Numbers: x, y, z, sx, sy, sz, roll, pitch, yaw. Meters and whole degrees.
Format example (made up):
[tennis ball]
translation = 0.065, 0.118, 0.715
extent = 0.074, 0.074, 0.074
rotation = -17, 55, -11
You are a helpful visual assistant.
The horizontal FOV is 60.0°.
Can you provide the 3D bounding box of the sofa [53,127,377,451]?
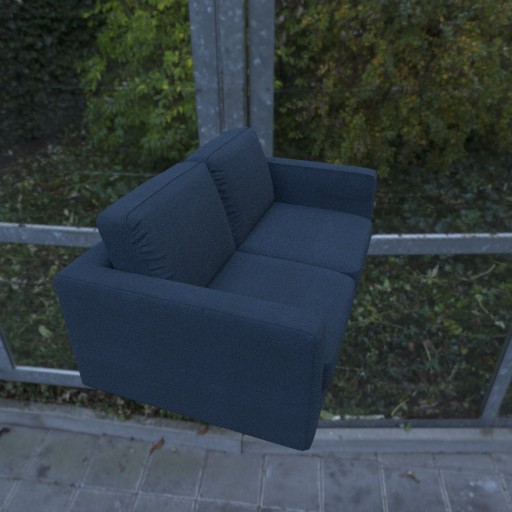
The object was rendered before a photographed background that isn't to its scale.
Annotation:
[sofa]
translation = 0.000, 0.000, 2.162
extent = 0.999, 0.930, 1.518
rotation = 10, 32, 17
